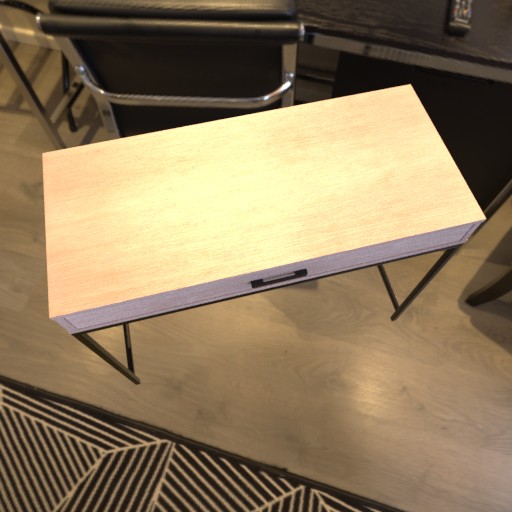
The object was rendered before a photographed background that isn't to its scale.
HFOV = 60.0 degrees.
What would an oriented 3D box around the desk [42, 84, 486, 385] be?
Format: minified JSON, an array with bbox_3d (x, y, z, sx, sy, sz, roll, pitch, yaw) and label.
[{"bbox_3d":[0.000,0.000,1.433,1.016,0.762,0.470,-13,64,-6],"label":"desk"}]
